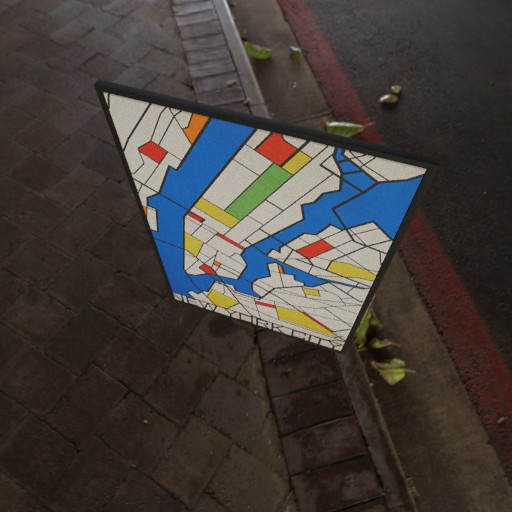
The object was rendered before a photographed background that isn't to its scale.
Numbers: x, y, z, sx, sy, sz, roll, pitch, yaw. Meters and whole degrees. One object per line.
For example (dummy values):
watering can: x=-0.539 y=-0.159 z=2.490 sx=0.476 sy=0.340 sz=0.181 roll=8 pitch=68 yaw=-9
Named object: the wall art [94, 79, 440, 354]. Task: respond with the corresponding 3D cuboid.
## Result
wall art: x=0.000 y=0.000 z=0.840 sx=0.457 sy=0.657 sz=0.013 roll=16 pitch=60 yaw=10
